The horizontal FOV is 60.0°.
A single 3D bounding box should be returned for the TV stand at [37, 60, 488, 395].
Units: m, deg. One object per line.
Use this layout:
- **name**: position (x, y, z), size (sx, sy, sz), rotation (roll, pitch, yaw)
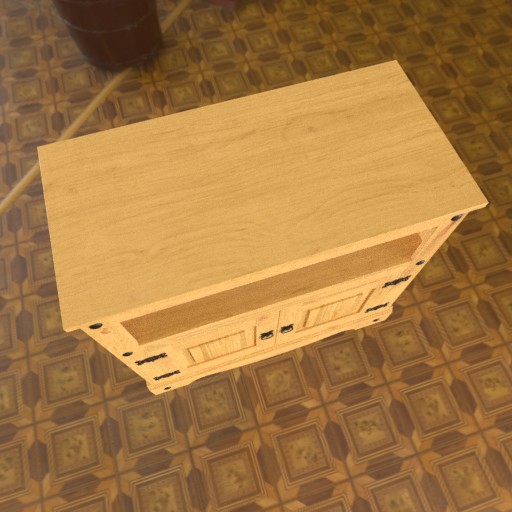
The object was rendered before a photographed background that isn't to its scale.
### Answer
- **TV stand**: position (0.000, 0.000, 1.278), size (0.851, 0.787, 0.430), rotation (-16, 66, -8)
